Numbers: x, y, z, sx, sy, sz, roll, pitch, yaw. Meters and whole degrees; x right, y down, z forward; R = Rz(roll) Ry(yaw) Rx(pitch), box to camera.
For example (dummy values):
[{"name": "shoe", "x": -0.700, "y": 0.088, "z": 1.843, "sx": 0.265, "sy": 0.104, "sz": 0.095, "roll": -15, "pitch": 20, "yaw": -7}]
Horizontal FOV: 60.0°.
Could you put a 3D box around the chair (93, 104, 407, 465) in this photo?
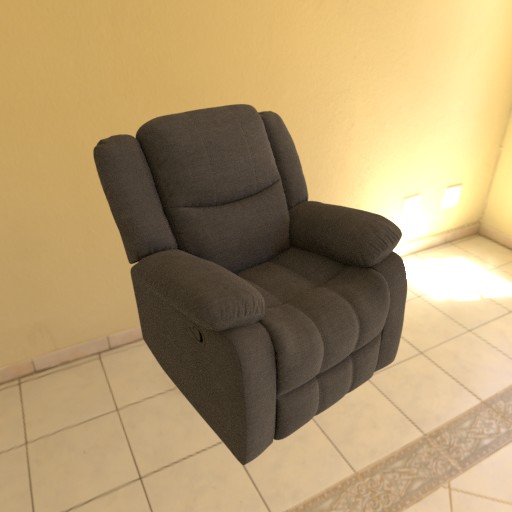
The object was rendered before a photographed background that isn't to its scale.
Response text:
[{"name": "chair", "x": 0.000, "y": 0.000, "z": 1.722, "sx": 0.899, "sy": 1.008, "sz": 0.944, "roll": -21, "pitch": 36, "yaw": -32}]
